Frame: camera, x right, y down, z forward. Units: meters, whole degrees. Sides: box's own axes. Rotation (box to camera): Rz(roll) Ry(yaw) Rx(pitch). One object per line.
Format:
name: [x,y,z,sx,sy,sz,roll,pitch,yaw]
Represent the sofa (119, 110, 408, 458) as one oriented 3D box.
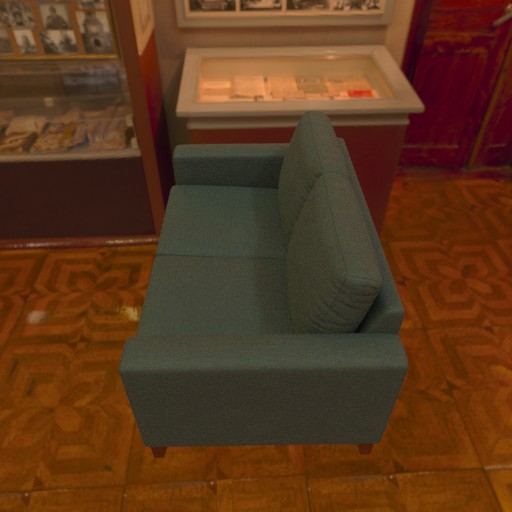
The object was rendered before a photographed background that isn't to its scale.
sofa: [0.000,0.000,2.053,0.955,0.903,1.489,-1,41,-1]
